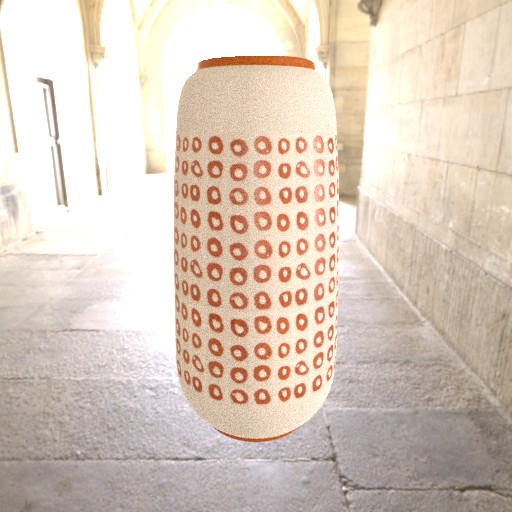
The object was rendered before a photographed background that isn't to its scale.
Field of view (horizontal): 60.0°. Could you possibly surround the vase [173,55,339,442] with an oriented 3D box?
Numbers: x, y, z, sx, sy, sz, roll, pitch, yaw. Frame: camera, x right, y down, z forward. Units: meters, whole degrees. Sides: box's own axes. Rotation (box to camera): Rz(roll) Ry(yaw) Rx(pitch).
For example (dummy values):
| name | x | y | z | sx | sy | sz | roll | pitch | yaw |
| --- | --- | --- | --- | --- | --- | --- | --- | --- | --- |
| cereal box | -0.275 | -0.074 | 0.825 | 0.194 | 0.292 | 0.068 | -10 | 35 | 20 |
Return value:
| name | x | y | z | sx | sy | sz | roll | pitch | yaw |
| --- | --- | --- | --- | --- | --- | --- | --- | --- | --- |
| vase | 0.000 | 0.000 | 0.351 | 0.133 | 0.282 | 0.133 | 0 | 17 | 0 |
